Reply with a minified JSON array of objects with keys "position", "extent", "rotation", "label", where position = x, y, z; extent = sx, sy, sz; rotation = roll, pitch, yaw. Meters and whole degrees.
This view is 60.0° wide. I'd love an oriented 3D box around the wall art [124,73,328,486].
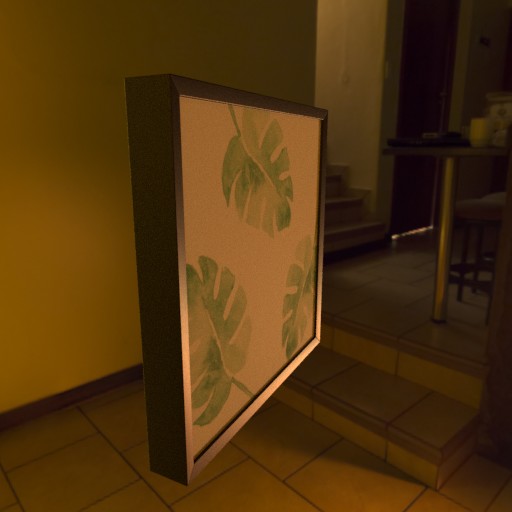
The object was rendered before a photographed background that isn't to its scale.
[{"position":[0.000,0.000,0.451],"extent":[0.038,0.304,0.304],"rotation":[7,15,27],"label":"wall art"}]
